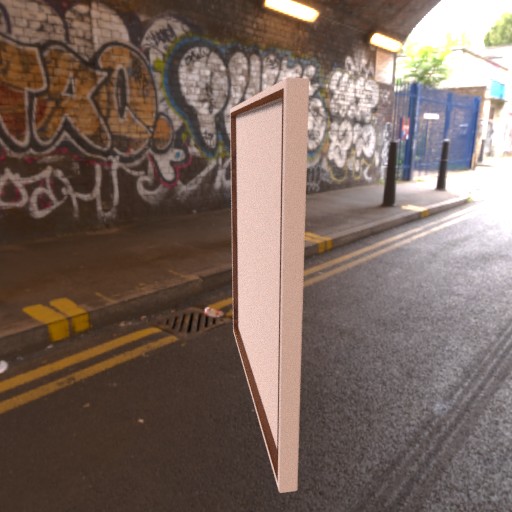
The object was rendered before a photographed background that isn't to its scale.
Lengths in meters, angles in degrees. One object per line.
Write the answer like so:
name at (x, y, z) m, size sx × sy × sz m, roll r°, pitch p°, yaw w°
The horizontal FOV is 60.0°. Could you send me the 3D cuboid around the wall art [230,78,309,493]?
wall art at (0.000, 0.000, 1.505) m, size 0.049 × 1.009 × 1.009 m, roll -3°, pitch 15°, yaw -9°
